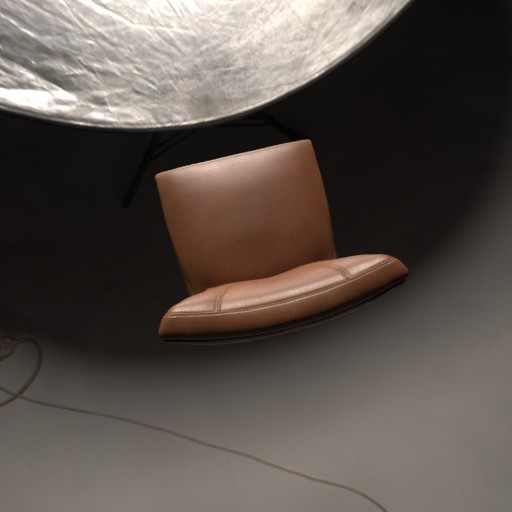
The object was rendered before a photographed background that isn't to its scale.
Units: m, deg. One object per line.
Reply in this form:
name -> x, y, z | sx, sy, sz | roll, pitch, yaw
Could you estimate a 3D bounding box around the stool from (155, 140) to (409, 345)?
stool -> 0.000, 0.000, 1.439 | 0.522, 1.094, 0.585 | -14, 76, -4
